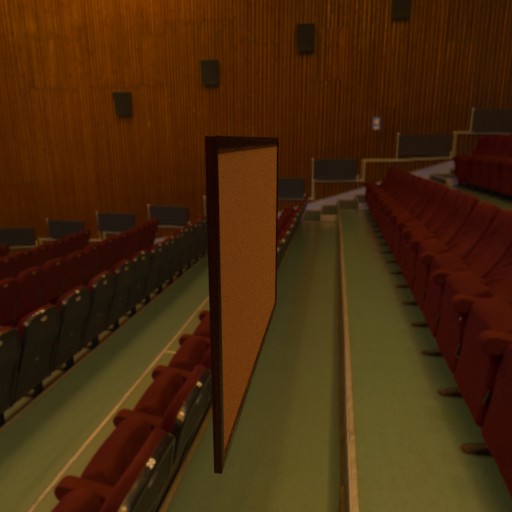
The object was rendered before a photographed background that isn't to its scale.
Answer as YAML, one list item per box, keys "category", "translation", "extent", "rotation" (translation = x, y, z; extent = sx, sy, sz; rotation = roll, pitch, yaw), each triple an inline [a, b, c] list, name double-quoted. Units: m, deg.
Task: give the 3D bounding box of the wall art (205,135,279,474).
- category: "wall art"
  translation: [0.000, 0.000, 1.077]
  extent: [0.014, 0.559, 0.816]
  rotation: [2, 15, 9]
